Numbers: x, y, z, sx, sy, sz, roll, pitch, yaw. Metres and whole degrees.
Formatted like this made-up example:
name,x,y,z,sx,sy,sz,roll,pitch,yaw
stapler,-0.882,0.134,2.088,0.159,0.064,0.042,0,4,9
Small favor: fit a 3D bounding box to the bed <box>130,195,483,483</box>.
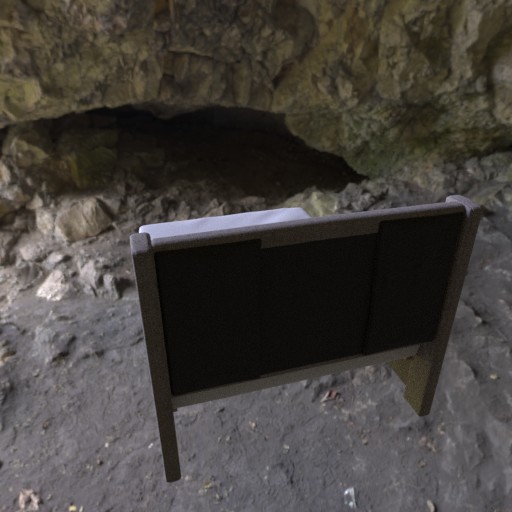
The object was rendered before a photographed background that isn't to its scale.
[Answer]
name,x,y,z,sx,sy,sz,roll,pitch,yaw
bed,0.000,0.000,3.279,1.714,1.476,2.245,-8,29,-15
